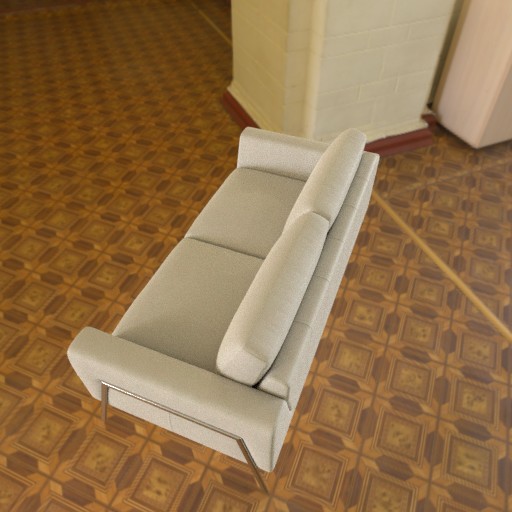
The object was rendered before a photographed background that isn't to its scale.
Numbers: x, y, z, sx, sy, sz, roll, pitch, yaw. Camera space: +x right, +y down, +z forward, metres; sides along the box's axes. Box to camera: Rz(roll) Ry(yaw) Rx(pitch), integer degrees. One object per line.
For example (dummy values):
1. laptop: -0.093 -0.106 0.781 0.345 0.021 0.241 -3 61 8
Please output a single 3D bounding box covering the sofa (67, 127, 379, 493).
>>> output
1. sofa: 0.000 0.000 2.511 0.953 0.875 2.017 16 48 15
